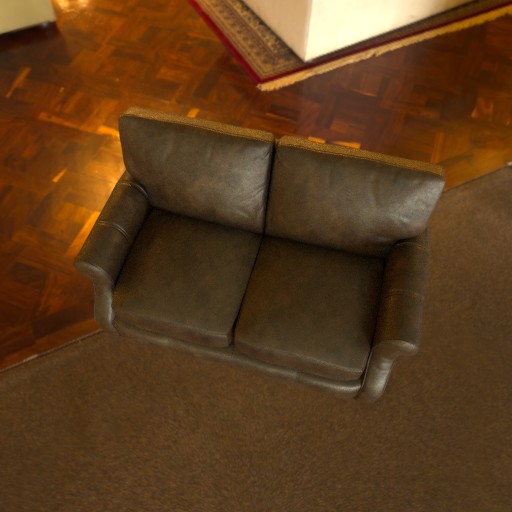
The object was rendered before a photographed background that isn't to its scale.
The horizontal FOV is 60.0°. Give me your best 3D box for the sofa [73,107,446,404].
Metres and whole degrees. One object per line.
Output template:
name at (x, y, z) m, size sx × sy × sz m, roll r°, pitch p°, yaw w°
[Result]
sofa at (0.000, 0.000, 2.213) m, size 1.616 × 0.976 × 0.990 m, roll 13°, pitch 59°, yaw 8°
